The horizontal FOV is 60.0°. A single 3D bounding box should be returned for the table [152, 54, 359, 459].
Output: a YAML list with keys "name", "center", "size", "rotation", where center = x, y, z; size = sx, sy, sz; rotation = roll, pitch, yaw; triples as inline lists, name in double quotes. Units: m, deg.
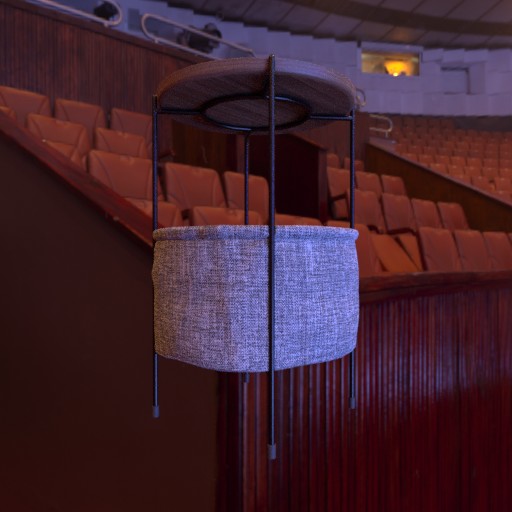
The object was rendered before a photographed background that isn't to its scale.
- name: "table"
  center: [0.000, 0.000, 0.883]
  size: [0.400, 0.623, 0.400]
  rotation: [1, 1, 38]
